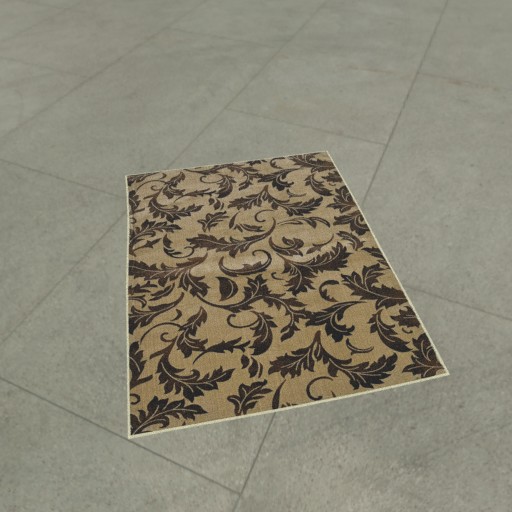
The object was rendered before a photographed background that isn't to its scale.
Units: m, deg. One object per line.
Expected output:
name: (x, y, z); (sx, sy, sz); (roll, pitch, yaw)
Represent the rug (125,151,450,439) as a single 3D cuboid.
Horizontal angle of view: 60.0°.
rug: (0.000, 0.000, 4.133); (2.380, 0.008, 2.977); (-9, 48, -8)
